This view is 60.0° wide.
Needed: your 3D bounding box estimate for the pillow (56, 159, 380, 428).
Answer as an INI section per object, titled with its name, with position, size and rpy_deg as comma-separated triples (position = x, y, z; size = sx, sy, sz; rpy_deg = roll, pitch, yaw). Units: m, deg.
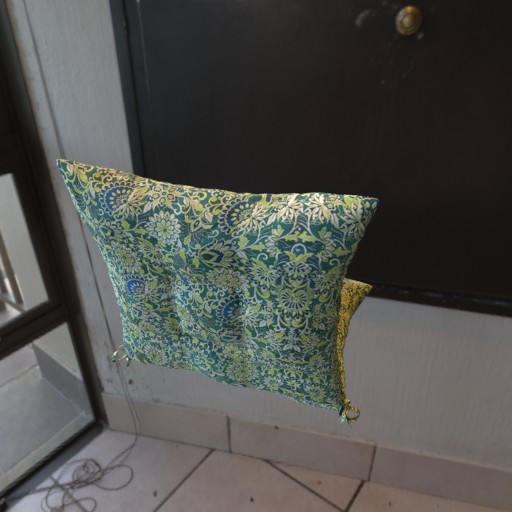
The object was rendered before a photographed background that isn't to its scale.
[pillow]
position = 0.000, 0.000, 0.970
size = 0.541, 0.536, 0.585
rpy_deg = 10, 32, 16
